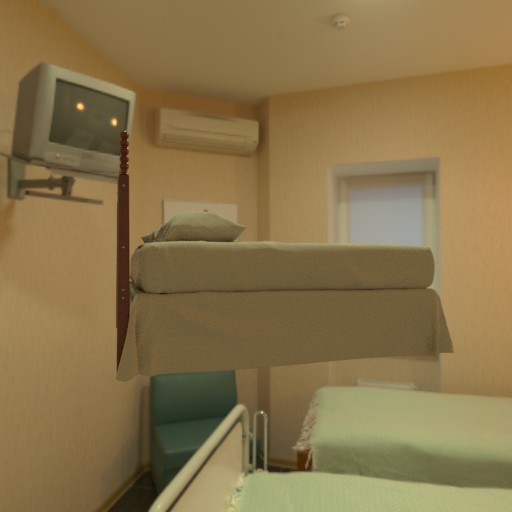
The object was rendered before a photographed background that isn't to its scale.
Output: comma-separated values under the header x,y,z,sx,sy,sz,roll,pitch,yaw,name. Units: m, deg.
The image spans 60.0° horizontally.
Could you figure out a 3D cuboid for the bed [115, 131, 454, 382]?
x,y,z,sx,sy,sz,roll,pitch,yaw,name
0.000,0.000,3.681,2.219,1.355,2.322,0,-1,-18,bed
